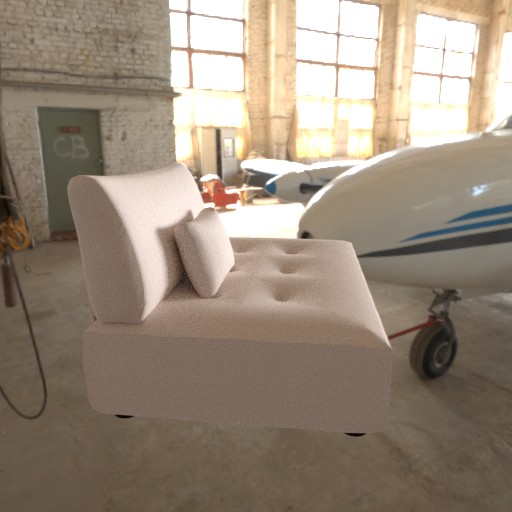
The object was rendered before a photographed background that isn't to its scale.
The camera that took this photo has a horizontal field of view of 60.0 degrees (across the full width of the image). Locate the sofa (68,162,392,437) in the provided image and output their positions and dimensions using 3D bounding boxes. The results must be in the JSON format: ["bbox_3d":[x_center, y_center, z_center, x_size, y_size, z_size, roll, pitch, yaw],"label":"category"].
[{"bbox_3d":[0.000,0.000,2.040,1.000,0.820,1.450,2,14,7],"label":"sofa"}]
